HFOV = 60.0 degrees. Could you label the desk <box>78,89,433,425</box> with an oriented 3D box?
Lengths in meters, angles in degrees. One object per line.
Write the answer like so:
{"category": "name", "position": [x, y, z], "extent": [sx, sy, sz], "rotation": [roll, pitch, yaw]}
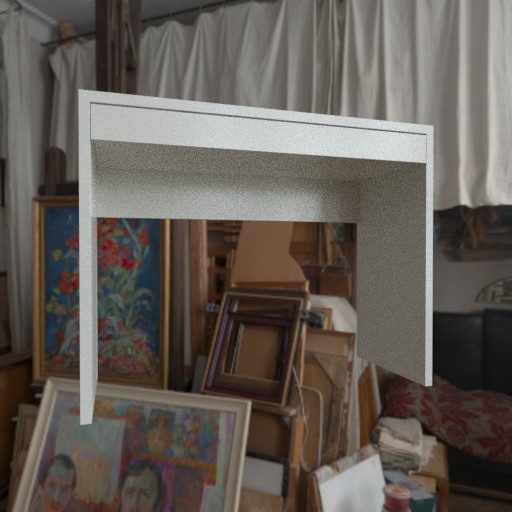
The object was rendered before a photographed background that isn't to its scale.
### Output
{"category": "desk", "position": [0.000, 0.000, 1.385], "extent": [1.000, 0.790, 0.400], "rotation": [0, 1, -18]}
